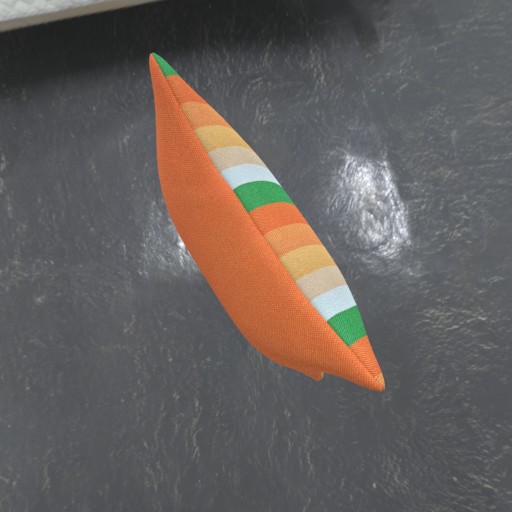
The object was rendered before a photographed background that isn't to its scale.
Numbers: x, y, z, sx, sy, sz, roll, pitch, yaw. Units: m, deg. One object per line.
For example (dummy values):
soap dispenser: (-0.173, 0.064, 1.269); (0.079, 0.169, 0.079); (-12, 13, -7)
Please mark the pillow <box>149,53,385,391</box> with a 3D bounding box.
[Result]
pillow: (0.000, 0.000, 0.687); (0.169, 0.444, 0.453); (-32, 78, -8)
